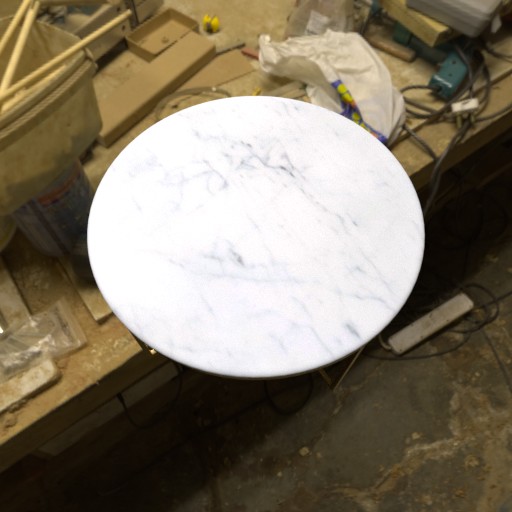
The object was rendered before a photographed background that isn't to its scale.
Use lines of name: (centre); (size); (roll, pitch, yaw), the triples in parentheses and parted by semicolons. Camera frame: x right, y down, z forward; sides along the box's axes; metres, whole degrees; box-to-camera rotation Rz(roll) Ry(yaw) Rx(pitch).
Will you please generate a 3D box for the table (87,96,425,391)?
table: (0.000, 0.000, 1.260); (0.800, 0.450, 0.800); (0, 61, 0)
